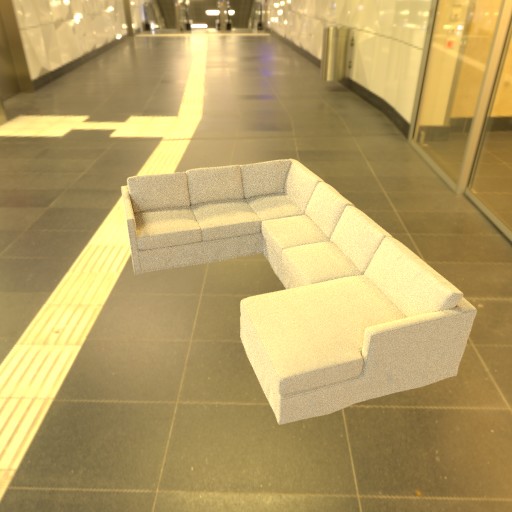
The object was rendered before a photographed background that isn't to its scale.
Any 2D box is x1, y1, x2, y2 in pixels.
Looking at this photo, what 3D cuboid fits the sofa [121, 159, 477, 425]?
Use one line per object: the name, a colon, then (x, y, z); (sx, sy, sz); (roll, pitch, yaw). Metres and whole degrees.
sofa: (0.000, 0.000, 4.542); (2.427, 0.882, 3.460); (-9, 32, -16)
